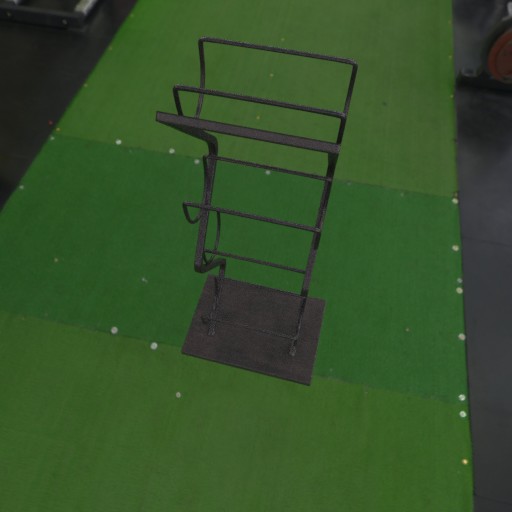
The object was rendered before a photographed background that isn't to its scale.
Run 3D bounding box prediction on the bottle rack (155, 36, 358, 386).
[{"bbox_3d":[0.000,0.000,0.655,0.254,0.559,0.178,12,59,7],"label":"bottle rack"}]
